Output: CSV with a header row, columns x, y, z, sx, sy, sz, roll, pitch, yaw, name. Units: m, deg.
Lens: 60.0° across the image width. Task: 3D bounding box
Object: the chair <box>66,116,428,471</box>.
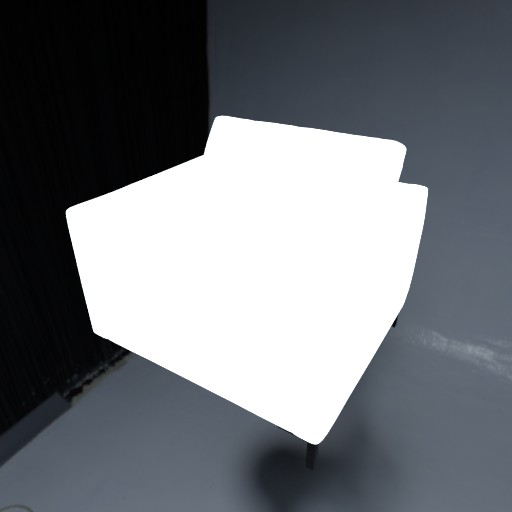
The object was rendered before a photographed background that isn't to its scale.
x,y,z,sx,sy,sz,roll,pitch,yaw,name
0.000,0.000,1.603,0.964,0.806,0.875,17,34,28,chair
